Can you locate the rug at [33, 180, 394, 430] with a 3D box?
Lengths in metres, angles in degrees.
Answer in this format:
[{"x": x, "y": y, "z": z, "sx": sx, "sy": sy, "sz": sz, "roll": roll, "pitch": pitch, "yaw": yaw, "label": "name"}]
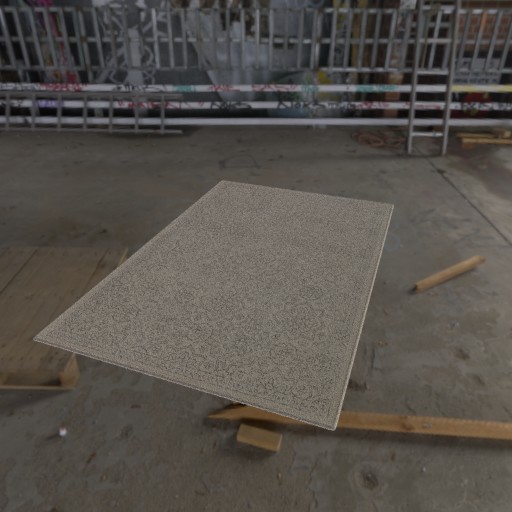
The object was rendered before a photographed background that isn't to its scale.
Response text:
[{"x": 0.000, "y": 0.000, "z": 2.314, "sx": 1.219, "sy": 0.010, "sz": 1.829, "roll": 11, "pitch": 33, "yaw": 18, "label": "rug"}]
